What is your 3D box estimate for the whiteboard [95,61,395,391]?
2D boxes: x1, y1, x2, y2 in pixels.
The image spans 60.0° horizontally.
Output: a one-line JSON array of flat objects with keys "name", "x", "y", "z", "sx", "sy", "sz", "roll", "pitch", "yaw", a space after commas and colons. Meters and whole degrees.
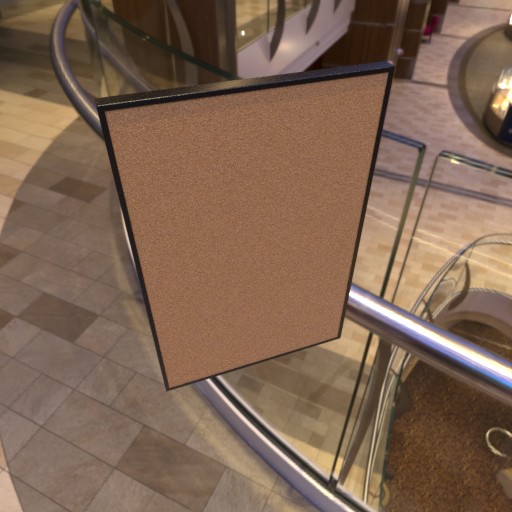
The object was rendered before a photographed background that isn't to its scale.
[{"name": "whiteboard", "x": 0.000, "y": 0.000, "z": 0.780, "sx": 0.406, "sy": 0.611, "sz": 0.026, "roll": -13, "pitch": 43, "yaw": -15}]
